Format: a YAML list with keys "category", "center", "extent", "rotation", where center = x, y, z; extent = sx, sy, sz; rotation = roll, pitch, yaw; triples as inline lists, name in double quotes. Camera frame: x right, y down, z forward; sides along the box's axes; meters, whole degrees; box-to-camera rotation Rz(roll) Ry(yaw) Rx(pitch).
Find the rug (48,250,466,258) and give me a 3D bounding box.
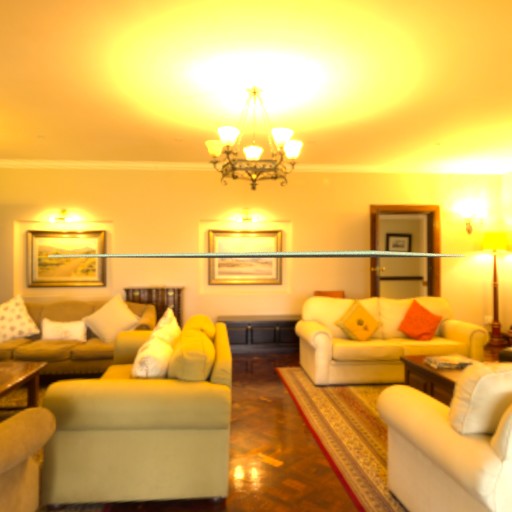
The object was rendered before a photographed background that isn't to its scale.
- category: "rug"
  center: [0.000, 0.000, 2.877]
  extent: [2.205, 0.014, 1.589]
  rotation: [0, -1, 36]
